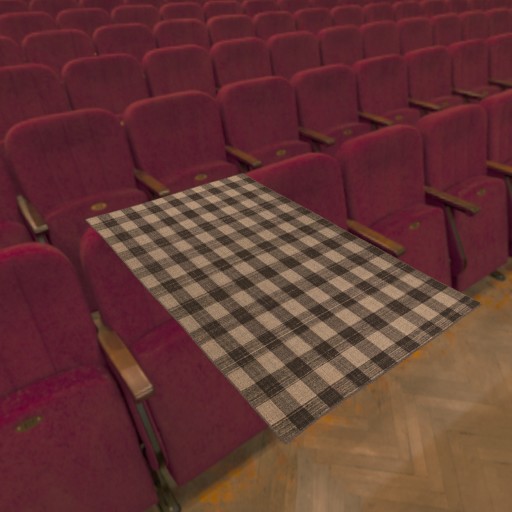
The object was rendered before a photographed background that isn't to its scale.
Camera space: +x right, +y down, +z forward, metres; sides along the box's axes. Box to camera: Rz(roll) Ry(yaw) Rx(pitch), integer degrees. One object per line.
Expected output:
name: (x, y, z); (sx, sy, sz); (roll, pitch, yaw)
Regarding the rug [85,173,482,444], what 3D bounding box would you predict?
rug: (0.000, 0.000, 3.098); (1.554, 0.011, 2.476); (-23, 40, -30)
